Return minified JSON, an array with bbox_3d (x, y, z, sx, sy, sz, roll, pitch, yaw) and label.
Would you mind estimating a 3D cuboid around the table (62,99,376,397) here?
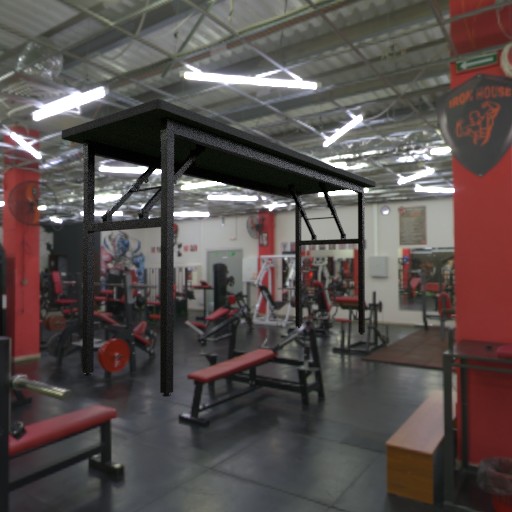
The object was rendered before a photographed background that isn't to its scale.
[{"bbox_3d":[0.000,0.000,1.775,0.449,0.750,1.399,-1,-1,37],"label":"table"}]
